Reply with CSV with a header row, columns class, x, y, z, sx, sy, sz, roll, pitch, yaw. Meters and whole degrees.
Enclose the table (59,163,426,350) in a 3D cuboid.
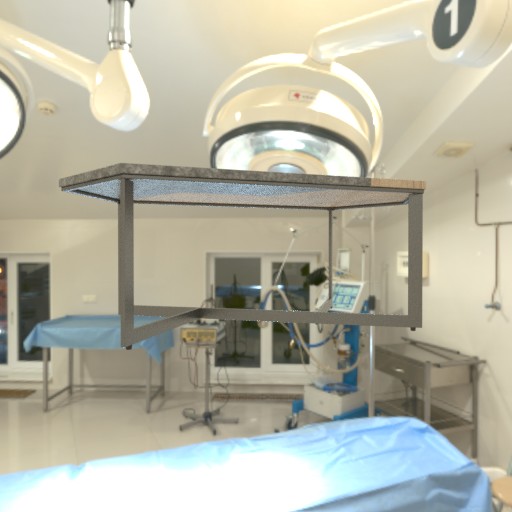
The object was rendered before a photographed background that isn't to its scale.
class,x,y,z,sx,sy,sz,roll,pitch,yaw
table,0.000,0.000,1.495,1.219,0.457,0.609,0,1,-18
